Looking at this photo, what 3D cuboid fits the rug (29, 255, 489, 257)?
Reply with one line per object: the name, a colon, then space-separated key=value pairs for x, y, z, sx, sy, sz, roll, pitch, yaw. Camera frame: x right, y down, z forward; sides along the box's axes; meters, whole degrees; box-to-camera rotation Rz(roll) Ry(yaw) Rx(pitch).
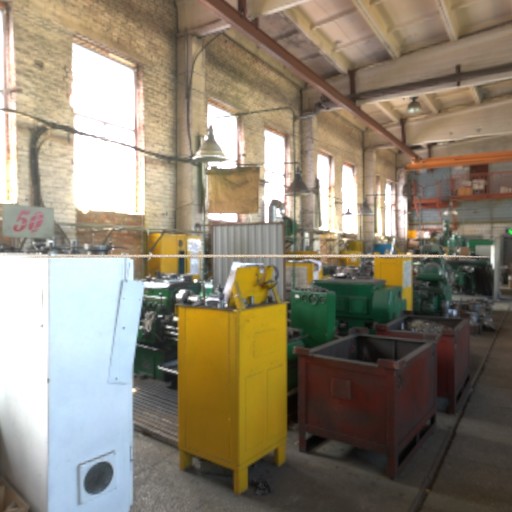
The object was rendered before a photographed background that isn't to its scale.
rug: x=0.000 y=0.000 z=2.640 sx=2.464 sy=0.005 sz=0.660 roll=0 pitch=1 yaw=-1
